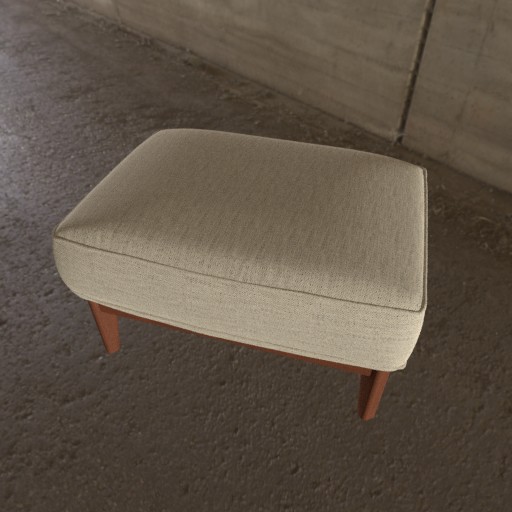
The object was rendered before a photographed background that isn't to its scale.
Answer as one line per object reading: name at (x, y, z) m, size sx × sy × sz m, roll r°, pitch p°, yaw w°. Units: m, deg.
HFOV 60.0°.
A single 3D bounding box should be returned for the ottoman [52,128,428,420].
ottoman at (0.000, 0.000, 1.159) m, size 0.794 × 0.465 × 0.594 m, roll 11°, pitch 43°, yaw 12°
